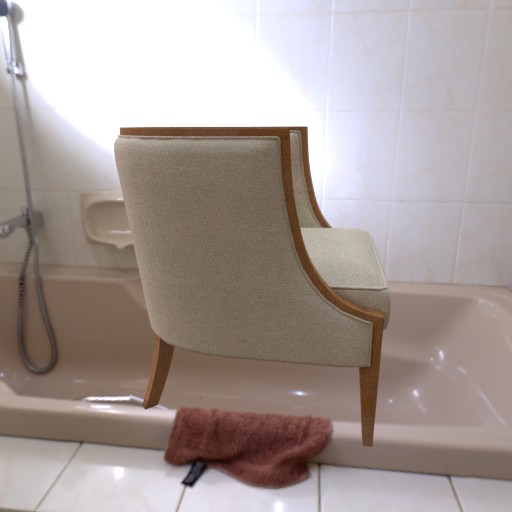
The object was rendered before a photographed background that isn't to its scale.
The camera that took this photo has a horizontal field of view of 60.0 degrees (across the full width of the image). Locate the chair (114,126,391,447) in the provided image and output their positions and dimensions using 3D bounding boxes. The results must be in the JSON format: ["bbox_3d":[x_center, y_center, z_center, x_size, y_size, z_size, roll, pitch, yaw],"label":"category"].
[{"bbox_3d":[0.000,0.000,1.385,0.757,0.775,0.711,3,17,9],"label":"chair"}]
